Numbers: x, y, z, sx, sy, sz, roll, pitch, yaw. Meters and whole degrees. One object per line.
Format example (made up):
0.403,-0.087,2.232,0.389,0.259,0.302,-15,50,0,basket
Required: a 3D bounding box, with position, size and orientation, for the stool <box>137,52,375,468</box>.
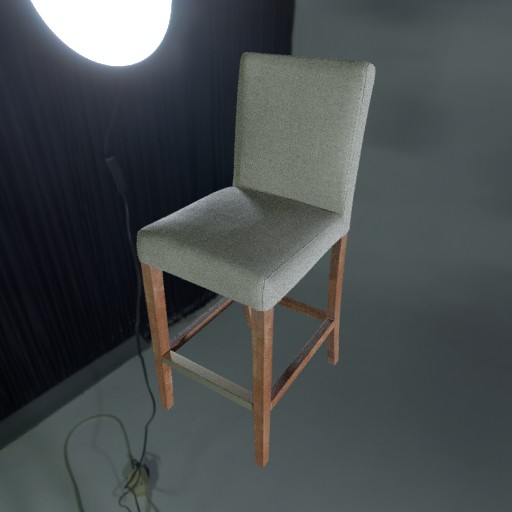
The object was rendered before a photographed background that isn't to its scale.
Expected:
0.000,0.000,1.366,0.439,1.088,0.570,19,35,29,stool
